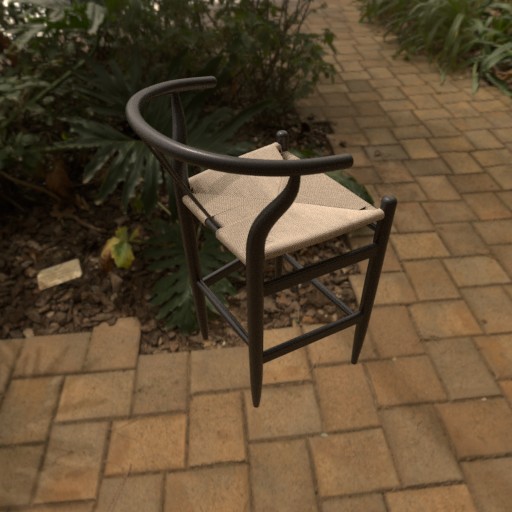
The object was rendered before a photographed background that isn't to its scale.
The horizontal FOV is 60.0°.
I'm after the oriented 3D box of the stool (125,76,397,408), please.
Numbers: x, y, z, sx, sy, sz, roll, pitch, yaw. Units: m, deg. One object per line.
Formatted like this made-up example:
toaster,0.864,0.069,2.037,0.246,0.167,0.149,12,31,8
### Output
stool,0.000,0.000,1.326,0.579,0.970,0.569,-24,46,-25
